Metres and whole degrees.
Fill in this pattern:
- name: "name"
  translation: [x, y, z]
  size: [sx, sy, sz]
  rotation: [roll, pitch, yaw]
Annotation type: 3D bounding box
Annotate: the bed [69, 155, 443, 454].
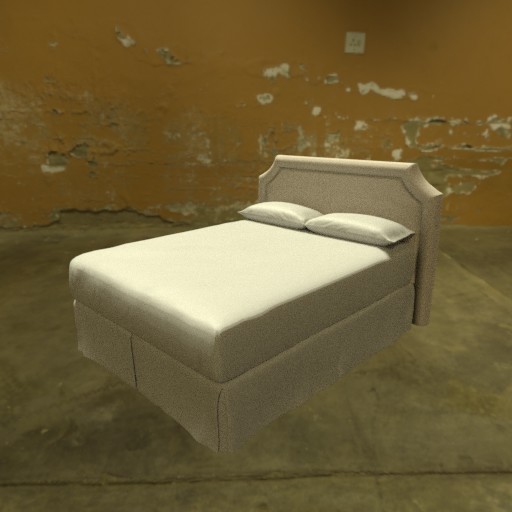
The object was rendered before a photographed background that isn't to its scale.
- name: "bed"
  translation: [0.000, 0.000, 3.264]
  size: [1.828, 1.297, 2.164]
  rotation: [15, 23, 42]
